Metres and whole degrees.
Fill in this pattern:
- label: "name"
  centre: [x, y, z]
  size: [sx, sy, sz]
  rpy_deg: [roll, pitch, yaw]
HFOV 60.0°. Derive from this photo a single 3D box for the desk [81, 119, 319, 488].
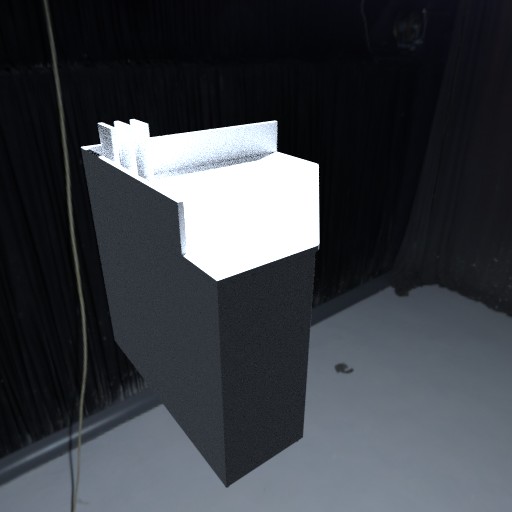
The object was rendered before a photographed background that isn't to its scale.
- label: "desk"
  centre: [0.000, 0.000, 1.766]
  size: [0.940, 0.986, 0.940]
  rpy_deg: [-19, 32, -33]
